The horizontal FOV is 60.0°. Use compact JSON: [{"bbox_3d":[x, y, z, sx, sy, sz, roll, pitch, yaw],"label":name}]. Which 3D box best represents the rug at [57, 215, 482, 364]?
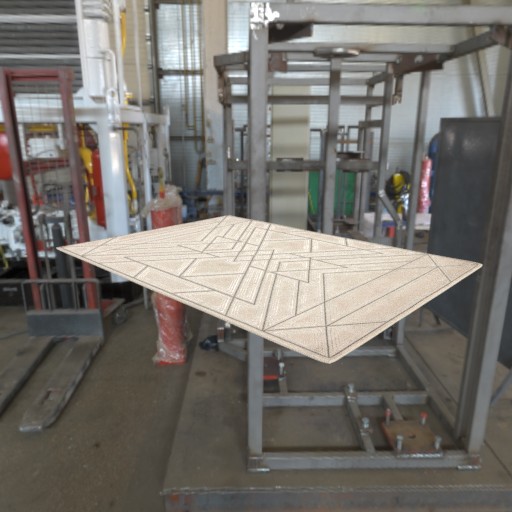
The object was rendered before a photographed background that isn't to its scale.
[{"bbox_3d":[0.000,0.000,4.287,3.381,0.026,2.436,15,22,41],"label":"rug"}]
